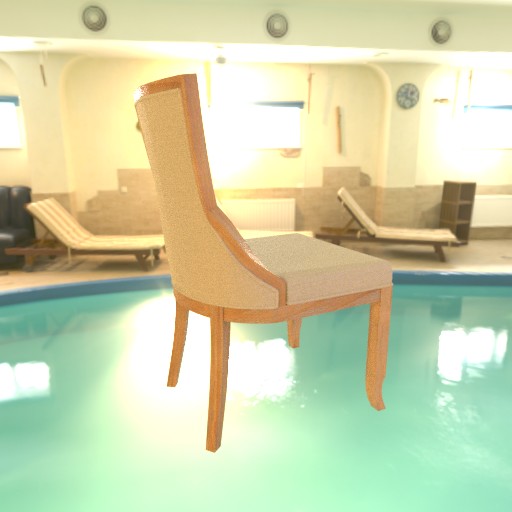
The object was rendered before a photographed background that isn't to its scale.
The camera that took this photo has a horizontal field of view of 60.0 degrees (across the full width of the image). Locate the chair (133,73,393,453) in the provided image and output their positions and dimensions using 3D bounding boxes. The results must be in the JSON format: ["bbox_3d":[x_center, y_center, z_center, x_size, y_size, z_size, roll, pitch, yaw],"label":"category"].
[{"bbox_3d":[0.000,0.000,1.349,0.641,0.947,0.524,-7,16,-27],"label":"chair"}]
